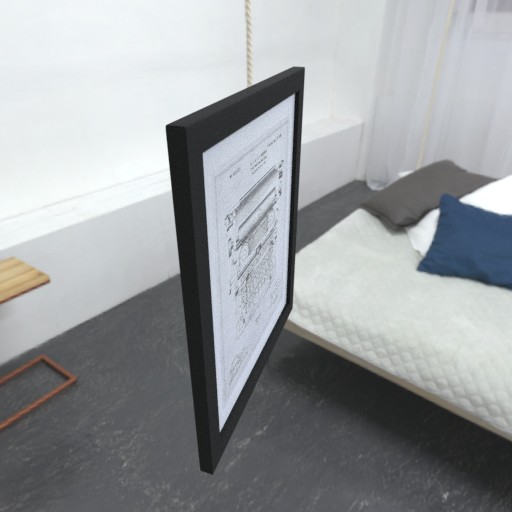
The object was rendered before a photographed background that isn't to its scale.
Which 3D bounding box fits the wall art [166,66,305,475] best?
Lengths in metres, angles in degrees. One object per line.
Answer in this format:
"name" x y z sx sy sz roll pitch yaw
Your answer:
"wall art" 0.000 0.000 0.705 0.021 0.508 0.432 10 32 17
